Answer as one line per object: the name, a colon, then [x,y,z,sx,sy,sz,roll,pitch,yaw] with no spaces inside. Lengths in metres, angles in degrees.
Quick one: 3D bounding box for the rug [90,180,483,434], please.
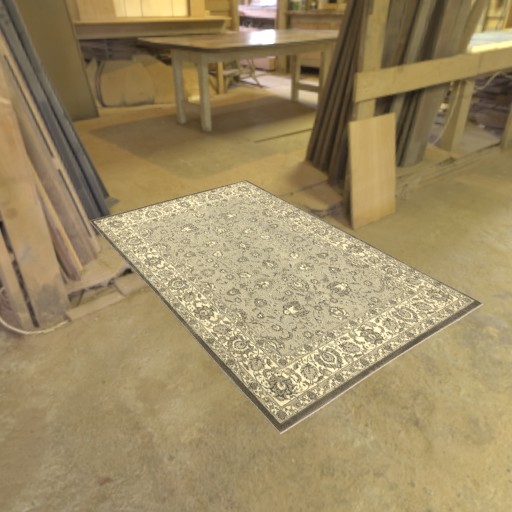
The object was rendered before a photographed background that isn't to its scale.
rug: [0.000,0.000,3.054,1.524,0.011,2.438,-20,36,-30]
